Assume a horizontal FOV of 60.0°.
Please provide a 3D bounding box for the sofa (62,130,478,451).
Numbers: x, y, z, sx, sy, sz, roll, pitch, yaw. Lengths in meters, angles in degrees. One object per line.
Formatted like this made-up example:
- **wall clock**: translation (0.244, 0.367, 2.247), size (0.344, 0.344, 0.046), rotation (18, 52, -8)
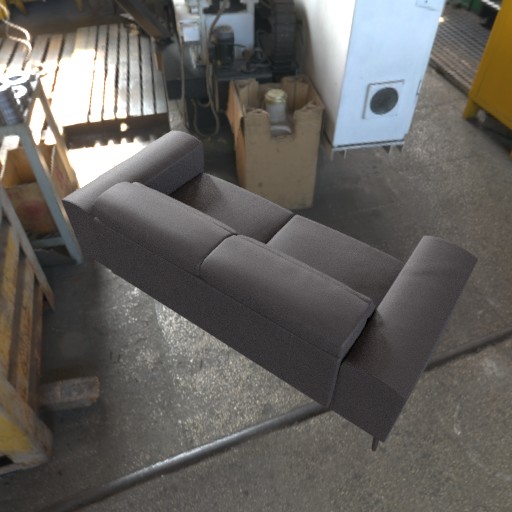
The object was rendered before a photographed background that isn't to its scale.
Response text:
- **sofa**: translation (0.000, 0.000, 2.798), size (2.330, 0.814, 1.048), rotation (27, 52, 24)
